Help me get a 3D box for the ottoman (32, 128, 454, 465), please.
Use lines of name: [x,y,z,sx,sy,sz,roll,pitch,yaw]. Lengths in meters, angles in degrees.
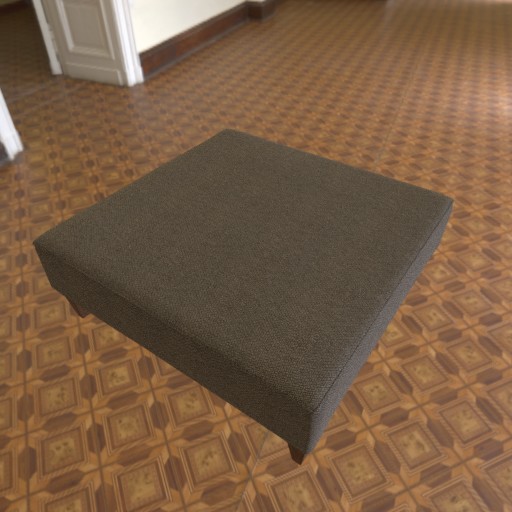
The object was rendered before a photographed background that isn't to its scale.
ottoman: [0.000,0.000,1.504,0.981,0.378,0.970,25,46,26]
